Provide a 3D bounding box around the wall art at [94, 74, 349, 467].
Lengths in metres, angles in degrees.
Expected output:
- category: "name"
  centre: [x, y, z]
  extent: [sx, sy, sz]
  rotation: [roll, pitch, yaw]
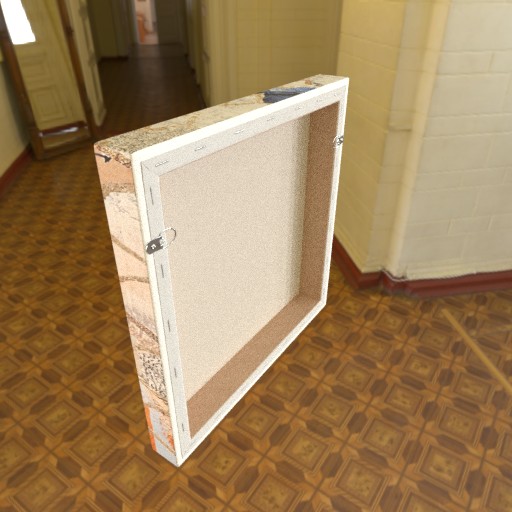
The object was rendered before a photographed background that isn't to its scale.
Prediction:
- category: "wall art"
  centre: [0.000, 0.000, 0.450]
  extent: [0.036, 0.304, 0.303]
  rotation: [20, 37, 29]
